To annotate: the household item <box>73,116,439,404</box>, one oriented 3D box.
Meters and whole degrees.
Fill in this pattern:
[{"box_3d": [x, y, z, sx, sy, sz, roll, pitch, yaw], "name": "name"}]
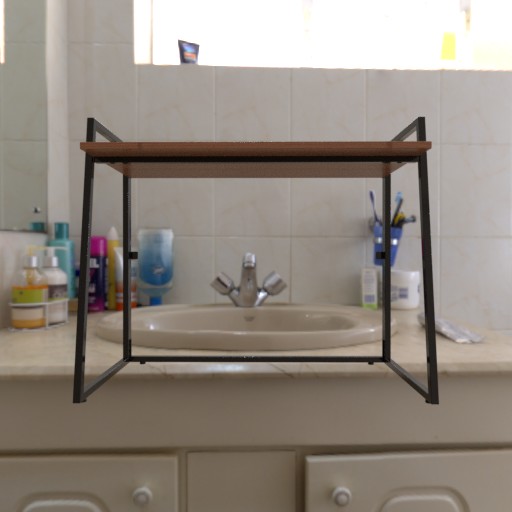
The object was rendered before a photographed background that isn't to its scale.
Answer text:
[{"box_3d": [0.000, 0.000, 1.516, 1.050, 0.860, 0.510, 0, 0, 1], "name": "household item"}]
